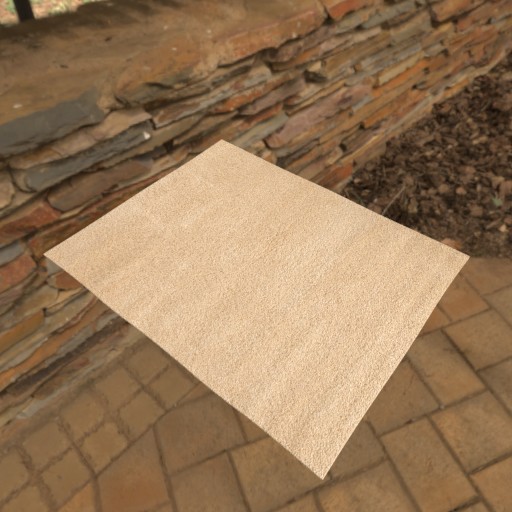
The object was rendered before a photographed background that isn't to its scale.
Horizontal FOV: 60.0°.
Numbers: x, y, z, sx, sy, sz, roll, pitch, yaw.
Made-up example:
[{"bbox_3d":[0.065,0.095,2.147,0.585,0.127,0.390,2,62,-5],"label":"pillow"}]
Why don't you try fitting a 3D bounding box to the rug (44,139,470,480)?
[{"bbox_3d":[0.000,0.000,3.998,3.000,0.025,2.400,31,54,25],"label":"rug"}]
